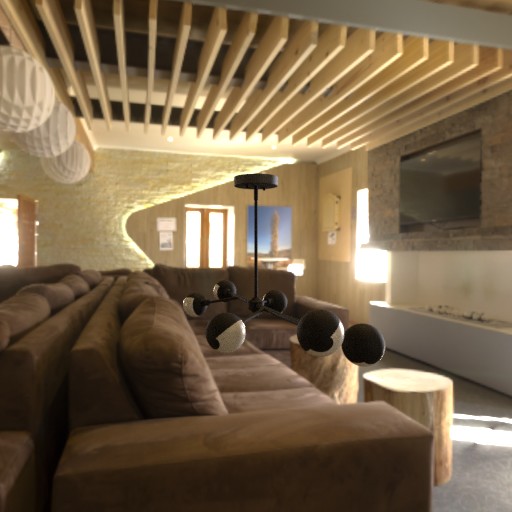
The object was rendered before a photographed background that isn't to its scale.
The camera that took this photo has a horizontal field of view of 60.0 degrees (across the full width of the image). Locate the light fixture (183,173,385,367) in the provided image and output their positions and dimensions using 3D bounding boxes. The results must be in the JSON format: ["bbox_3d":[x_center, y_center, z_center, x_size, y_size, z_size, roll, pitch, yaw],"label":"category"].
[{"bbox_3d":[0.000,0.000,1.021,0.434,0.362,0.778,0,0,1],"label":"light fixture"}]
